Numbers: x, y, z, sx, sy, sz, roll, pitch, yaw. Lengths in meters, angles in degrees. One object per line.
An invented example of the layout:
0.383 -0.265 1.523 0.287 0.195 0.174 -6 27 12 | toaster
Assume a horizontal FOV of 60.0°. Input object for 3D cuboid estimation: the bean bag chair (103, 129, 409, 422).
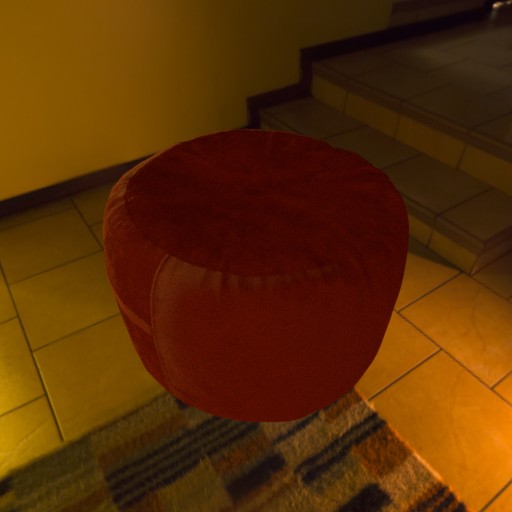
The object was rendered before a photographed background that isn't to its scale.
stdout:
0.000 0.000 1.925 1.219 0.762 1.219 0 41 0 | bean bag chair
